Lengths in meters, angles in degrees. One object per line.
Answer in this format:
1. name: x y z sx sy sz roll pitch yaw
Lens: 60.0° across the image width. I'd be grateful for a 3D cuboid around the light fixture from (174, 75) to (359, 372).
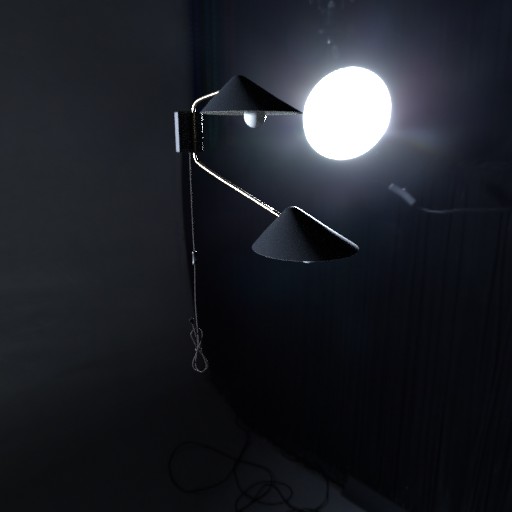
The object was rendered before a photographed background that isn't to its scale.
1. light fixture: 0.000 0.000 0.866 0.422 0.665 0.189 14 21 42
